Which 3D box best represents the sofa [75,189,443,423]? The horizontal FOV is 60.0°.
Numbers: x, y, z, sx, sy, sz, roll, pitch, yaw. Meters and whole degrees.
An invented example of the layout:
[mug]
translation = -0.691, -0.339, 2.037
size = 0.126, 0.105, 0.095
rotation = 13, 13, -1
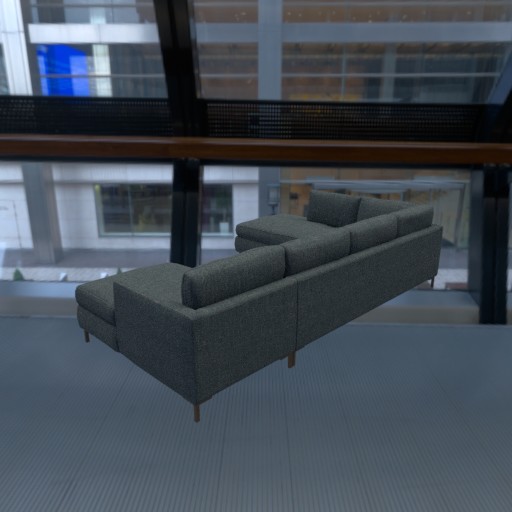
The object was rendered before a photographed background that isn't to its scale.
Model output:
[sofa]
translation = 0.000, 0.000, 3.566
size = 2.737, 0.753, 1.879
rotation = -16, 23, -43
